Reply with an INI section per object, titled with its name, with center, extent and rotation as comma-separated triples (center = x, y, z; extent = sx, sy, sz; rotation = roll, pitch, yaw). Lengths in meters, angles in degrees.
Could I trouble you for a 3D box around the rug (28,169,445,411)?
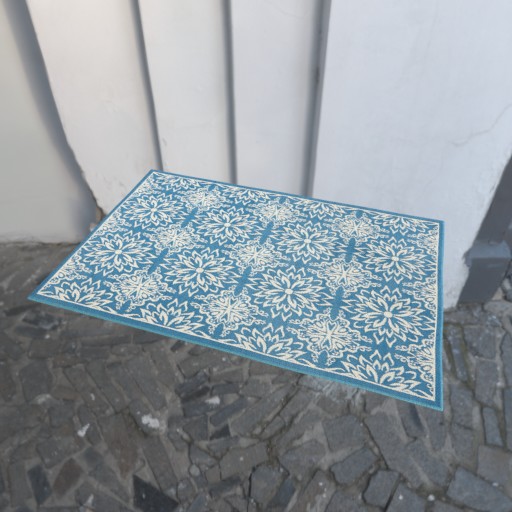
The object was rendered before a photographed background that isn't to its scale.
[rug]
center = 0.000, 0.000, 3.427
extent = 2.769, 0.018, 1.830
rotation = 12, 43, 13
